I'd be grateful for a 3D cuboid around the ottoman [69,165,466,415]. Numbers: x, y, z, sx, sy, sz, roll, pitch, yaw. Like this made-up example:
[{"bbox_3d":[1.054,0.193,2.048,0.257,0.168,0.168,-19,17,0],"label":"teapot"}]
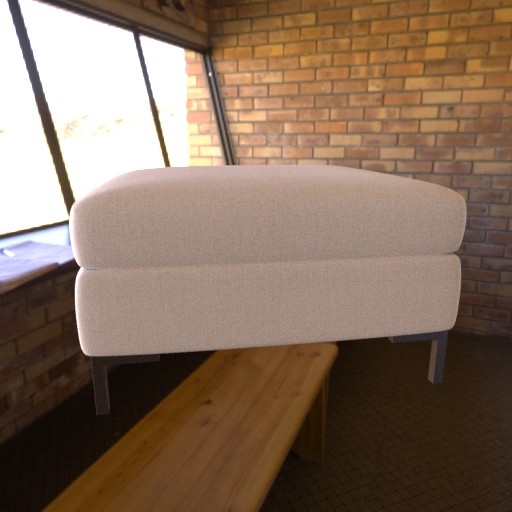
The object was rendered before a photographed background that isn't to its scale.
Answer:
[{"bbox_3d":[0.000,0.000,1.169,0.794,0.453,0.657,-2,15,-9],"label":"ottoman"}]
